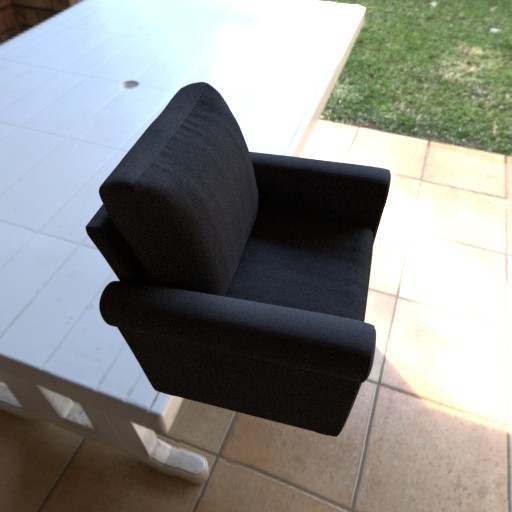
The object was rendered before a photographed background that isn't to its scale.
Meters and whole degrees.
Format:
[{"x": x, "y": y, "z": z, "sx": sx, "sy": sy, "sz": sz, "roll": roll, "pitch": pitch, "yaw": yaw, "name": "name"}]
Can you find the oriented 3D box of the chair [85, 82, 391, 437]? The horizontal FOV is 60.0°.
[{"x": 0.000, "y": 0.000, "z": 1.554, "sx": 0.828, "sy": 0.942, "sz": 0.867, "roll": 11, "pitch": 47, "yaw": 10, "name": "chair"}]
